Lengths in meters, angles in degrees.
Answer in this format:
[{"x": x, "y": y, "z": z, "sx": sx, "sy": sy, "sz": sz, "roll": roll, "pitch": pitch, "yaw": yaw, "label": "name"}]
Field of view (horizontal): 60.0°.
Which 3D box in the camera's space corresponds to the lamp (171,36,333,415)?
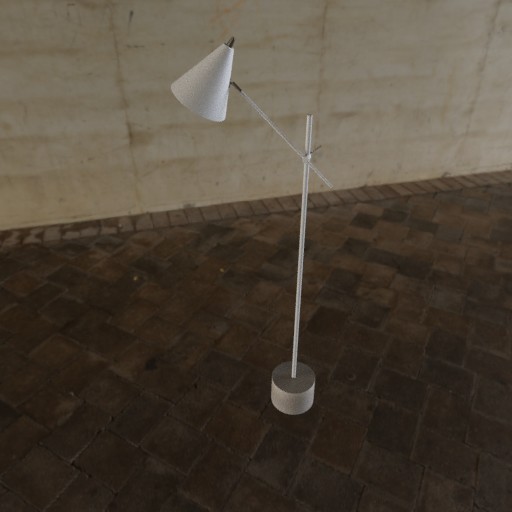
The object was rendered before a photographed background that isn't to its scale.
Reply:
[{"x": 0.000, "y": 0.000, "z": 1.607, "sx": 0.508, "sy": 1.430, "sz": 0.223, "roll": 9, "pitch": 33, "yaw": 14, "label": "lamp"}]
